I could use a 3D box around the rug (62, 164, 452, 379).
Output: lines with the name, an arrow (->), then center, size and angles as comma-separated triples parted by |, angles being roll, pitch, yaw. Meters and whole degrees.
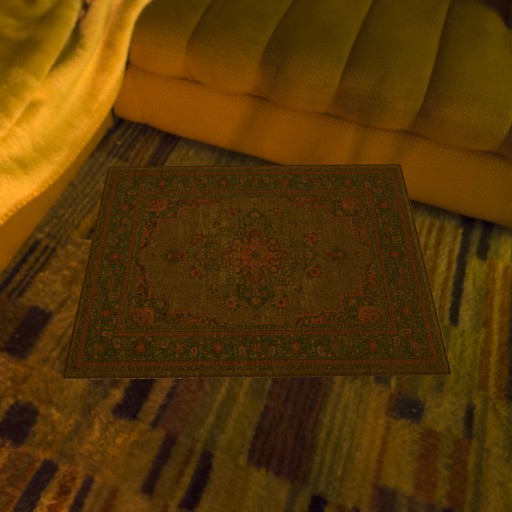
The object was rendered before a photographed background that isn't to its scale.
rug -> 0.000, 0.000, 2.929 | 2.214, 0.013, 1.609 | -1, 58, 0
